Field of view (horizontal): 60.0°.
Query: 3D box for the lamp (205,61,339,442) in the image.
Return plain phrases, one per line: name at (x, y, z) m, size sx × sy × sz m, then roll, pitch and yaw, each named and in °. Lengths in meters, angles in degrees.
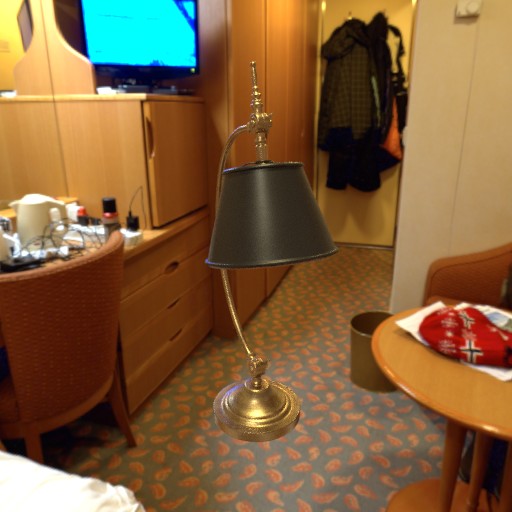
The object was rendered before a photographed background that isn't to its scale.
lamp at (0.000, 0.000, 0.834) m, size 0.235 × 0.675 × 0.344 m, roll -9°, pitch 20°, yaw -26°
